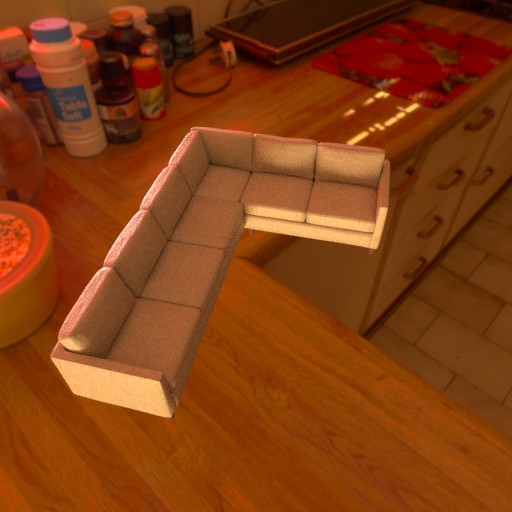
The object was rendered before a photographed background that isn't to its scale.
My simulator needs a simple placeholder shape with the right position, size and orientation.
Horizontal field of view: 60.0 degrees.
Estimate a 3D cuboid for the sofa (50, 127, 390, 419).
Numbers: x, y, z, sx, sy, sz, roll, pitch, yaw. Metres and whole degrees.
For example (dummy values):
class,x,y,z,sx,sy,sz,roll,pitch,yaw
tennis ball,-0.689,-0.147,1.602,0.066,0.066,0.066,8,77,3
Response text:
class,x,y,z,sx,sy,sz,roll,pitch,yaw
sofa,0.000,0.000,4.457,2.522,0.934,3.333,10,47,9
